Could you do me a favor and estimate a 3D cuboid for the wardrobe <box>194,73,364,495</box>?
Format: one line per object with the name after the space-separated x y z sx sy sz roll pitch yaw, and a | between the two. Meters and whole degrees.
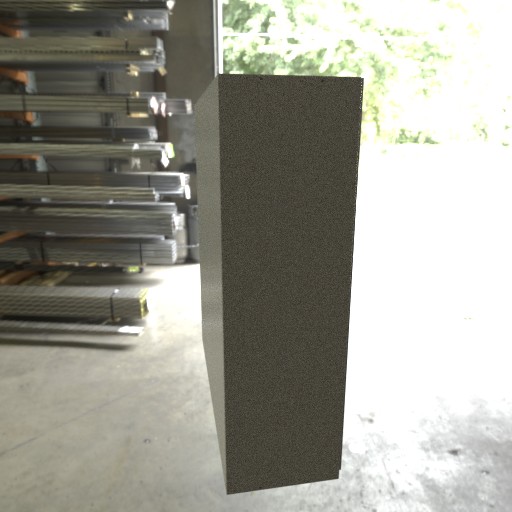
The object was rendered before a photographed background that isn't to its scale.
0.000 0.000 2.849 0.629 1.960 1.780 -3 15 -10 | wardrobe
